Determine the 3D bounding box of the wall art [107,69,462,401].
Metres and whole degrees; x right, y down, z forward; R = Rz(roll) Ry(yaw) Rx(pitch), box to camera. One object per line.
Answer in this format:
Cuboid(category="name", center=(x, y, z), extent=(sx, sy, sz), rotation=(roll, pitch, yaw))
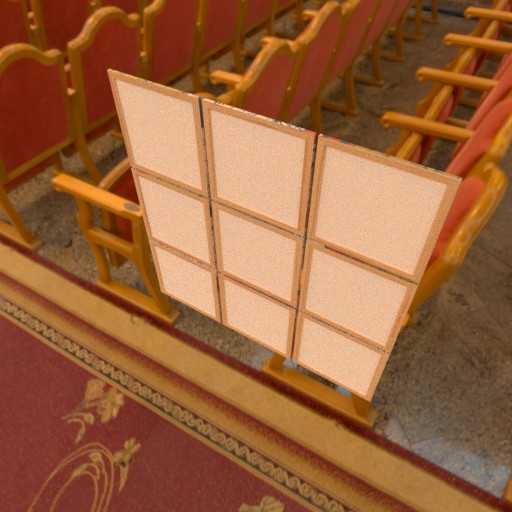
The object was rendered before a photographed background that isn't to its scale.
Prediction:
Cuboid(category="wall art", center=(0.000, 0.000, 1.763), extent=(1.206, 1.218, 0.013), rotation=(24, 51, 21))
